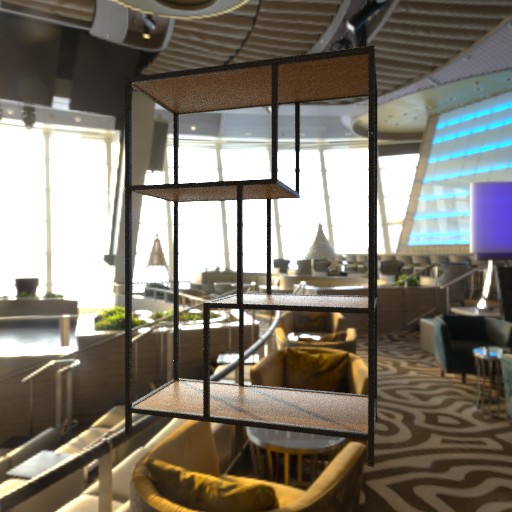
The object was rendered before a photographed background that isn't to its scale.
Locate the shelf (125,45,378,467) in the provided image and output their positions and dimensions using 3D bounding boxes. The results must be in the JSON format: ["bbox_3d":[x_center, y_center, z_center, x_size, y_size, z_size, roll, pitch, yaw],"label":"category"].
[{"bbox_3d":[0.000,0.000,1.473,0.770,1.138,0.350,0,0,17],"label":"shelf"}]
